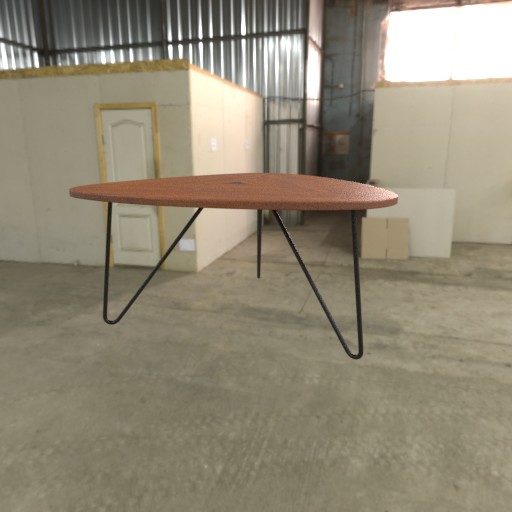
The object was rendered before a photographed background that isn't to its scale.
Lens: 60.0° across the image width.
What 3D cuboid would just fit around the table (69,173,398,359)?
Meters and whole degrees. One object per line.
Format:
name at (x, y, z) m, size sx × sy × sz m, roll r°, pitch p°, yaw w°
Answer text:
table at (0.000, 0.000, 1.304) m, size 0.821 × 0.413 × 0.833 m, roll 14°, pitch 20°, yaw 42°
